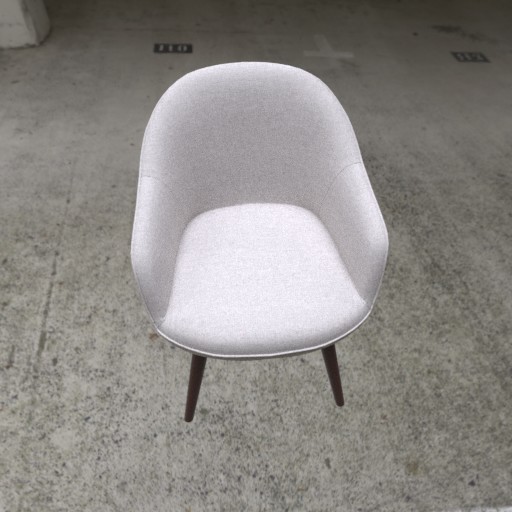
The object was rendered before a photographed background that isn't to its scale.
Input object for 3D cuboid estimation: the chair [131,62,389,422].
[{"bbox_3d":[0.000,0.000,1.236,0.596,0.823,0.635,-4,46,-4],"label":"chair"}]
